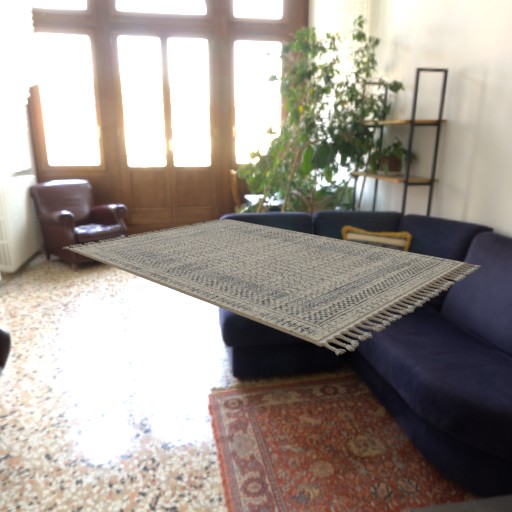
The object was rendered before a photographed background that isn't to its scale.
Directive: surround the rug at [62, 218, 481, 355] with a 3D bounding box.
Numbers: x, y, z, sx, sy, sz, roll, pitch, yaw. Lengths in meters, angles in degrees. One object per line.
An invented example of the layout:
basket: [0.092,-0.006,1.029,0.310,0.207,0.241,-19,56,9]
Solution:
rug: [0.000,0.000,2.323,1.872,0.013,1.243,14,21,42]
